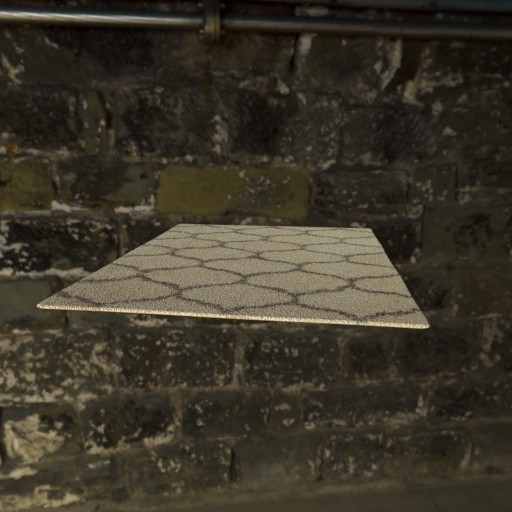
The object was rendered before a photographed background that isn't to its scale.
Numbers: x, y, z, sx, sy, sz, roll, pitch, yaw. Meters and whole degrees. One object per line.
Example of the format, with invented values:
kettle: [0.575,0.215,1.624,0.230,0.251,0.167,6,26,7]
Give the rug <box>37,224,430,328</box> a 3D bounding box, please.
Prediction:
rug: [0.000,0.000,4.071,2.399,0.026,3.000,2,14,8]
